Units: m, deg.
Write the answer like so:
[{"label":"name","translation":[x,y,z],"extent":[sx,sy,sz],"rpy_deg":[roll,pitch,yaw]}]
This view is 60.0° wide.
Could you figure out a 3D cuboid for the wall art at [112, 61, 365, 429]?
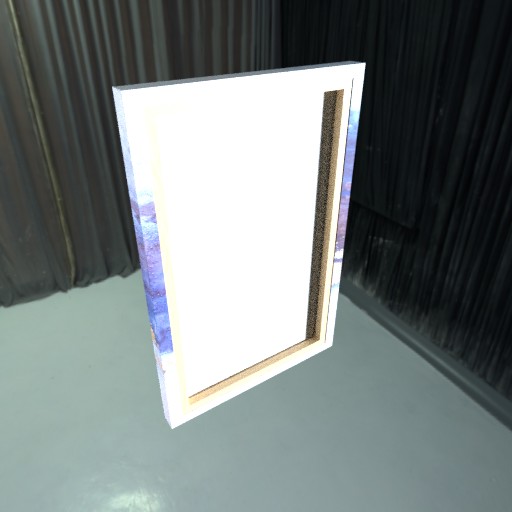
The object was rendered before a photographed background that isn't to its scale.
[{"label":"wall art","translation":[0.000,0.000,1.133],"extent":[0.583,0.874,0.048],"rpy_deg":[-19,36,-29]}]
